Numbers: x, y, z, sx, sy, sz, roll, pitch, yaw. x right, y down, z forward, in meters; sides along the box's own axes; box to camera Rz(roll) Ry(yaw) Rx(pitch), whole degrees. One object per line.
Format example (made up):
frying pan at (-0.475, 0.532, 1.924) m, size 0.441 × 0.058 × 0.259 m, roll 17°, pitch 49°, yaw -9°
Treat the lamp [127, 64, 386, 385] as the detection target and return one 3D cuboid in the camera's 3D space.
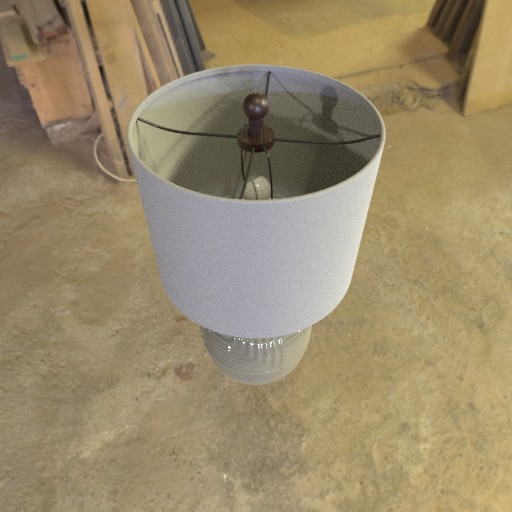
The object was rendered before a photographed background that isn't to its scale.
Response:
lamp at (0.000, 0.000, 0.735) m, size 0.318 × 0.567 × 0.318 m, roll 0°, pitch 47°, yaw 0°
